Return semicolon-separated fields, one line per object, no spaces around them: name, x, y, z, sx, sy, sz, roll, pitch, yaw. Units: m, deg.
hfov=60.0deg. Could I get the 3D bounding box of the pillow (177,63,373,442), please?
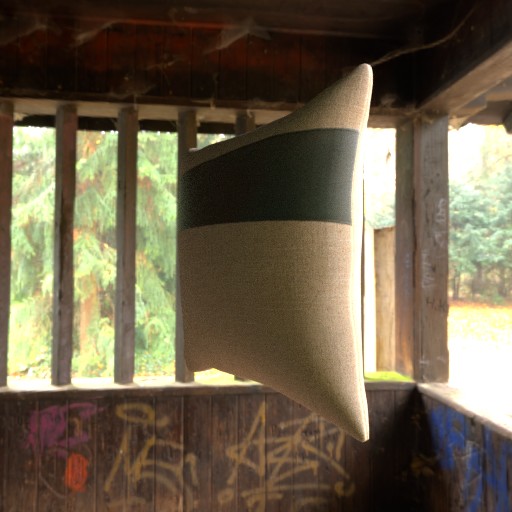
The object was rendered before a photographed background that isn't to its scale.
pillow;0.000;0.000;0.630;0.173;0.399;0.414;1;-2;-35
